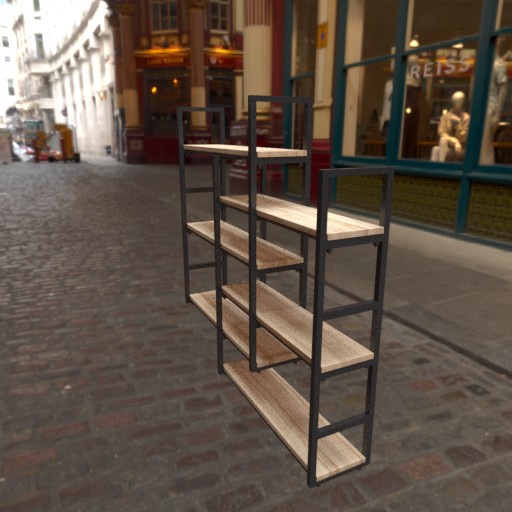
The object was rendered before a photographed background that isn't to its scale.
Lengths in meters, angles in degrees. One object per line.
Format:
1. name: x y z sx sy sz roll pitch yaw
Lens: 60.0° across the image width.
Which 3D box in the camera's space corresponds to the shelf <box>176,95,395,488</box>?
1. shelf: 0.000 0.000 1.383 0.183 0.921 0.946 -8 17 -26
